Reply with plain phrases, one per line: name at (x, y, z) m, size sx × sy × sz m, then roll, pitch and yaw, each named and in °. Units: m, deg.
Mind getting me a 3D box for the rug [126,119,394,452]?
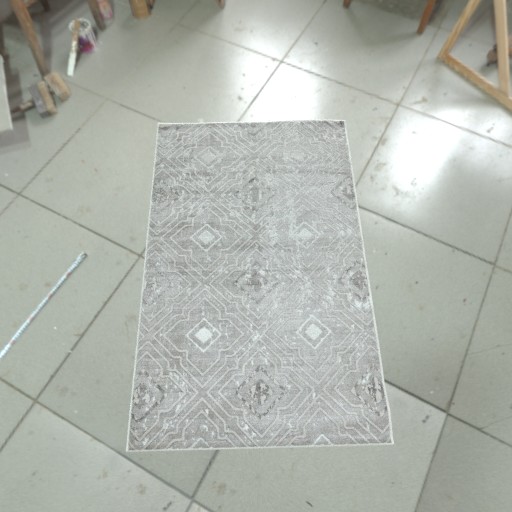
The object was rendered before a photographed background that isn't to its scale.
rug at (0.000, 0.000, 3.063) m, size 1.537 × 0.036 × 2.447 m, roll -1°, pitch 64°, yaw -1°
